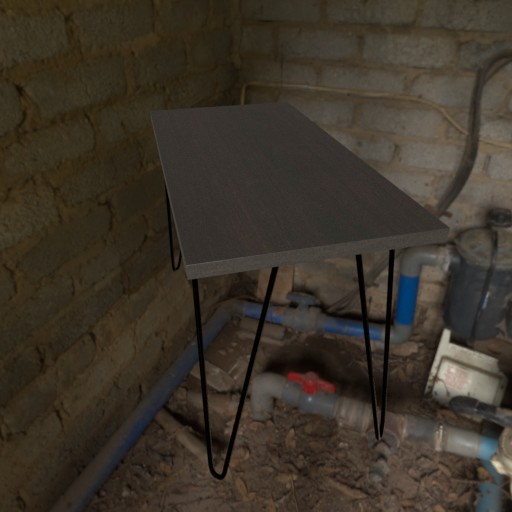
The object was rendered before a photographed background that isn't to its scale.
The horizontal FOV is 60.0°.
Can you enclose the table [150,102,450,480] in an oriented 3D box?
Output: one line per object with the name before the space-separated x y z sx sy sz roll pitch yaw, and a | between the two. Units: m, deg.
table | 0.000 0.000 1.365 0.499 0.660 0.991 -8 34 -12
